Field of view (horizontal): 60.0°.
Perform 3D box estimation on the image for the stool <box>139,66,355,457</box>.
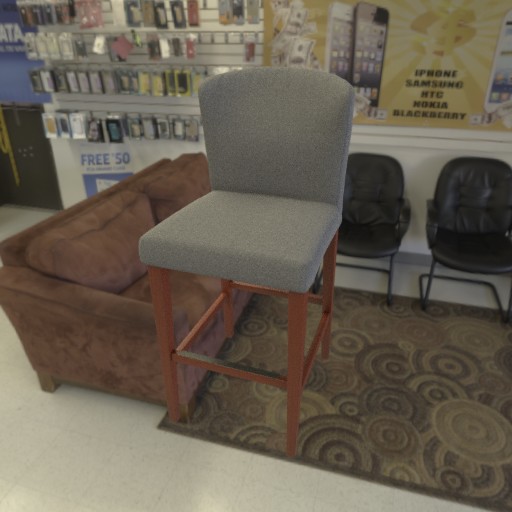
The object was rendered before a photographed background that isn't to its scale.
[{"bbox_3d":[0.000,0.000,1.397,0.481,1.069,0.568,9,28,18],"label":"stool"}]
